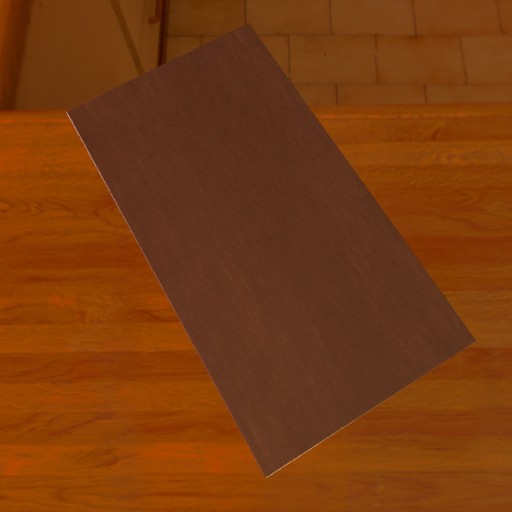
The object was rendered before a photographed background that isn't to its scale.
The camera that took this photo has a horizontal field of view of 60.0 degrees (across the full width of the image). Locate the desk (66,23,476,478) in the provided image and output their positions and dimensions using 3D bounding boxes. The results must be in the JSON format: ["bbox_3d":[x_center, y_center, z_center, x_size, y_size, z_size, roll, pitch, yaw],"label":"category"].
[{"bbox_3d":[0.000,0.000,1.529,0.600,0.750,1.100,-30,76,-8],"label":"desk"}]
